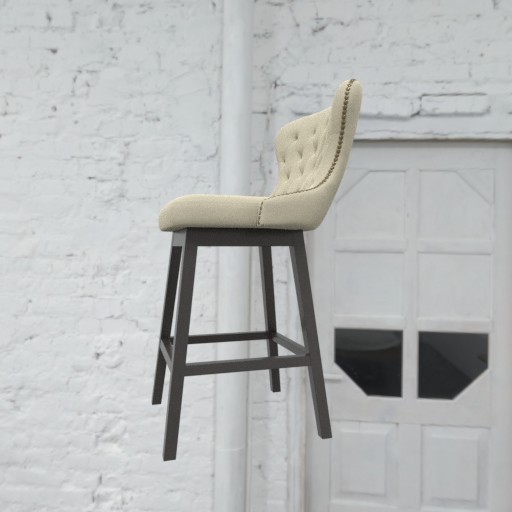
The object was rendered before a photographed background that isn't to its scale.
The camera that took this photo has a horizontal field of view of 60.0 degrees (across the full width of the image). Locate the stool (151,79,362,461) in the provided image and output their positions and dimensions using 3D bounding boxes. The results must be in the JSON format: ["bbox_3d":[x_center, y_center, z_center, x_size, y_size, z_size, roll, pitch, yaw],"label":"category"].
[{"bbox_3d":[0.000,0.000,1.340,0.593,0.971,0.528,0,1,-17],"label":"stool"}]
